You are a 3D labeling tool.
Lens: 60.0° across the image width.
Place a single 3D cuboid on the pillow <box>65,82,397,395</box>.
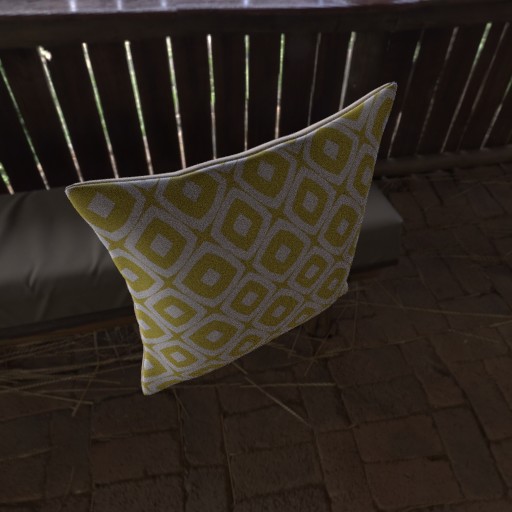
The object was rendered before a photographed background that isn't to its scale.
[{"bbox_3d":[0.000,0.000,0.764,0.504,0.494,0.188,-24,51,-21],"label":"pillow"}]
